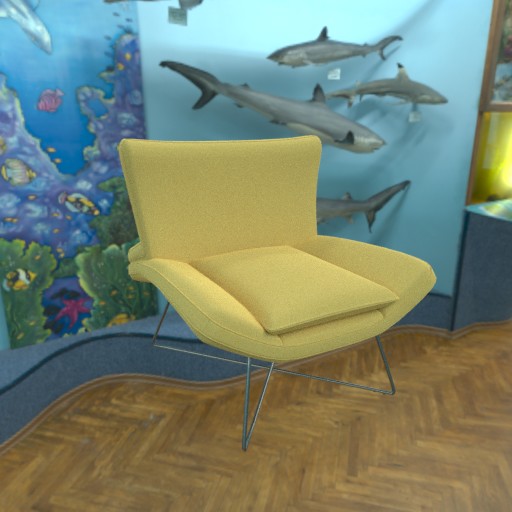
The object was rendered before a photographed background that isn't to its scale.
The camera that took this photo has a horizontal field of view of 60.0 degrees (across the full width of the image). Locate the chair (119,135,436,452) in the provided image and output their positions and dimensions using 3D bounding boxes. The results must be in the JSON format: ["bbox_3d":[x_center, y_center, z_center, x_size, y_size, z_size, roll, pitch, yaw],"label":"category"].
[{"bbox_3d":[0.000,0.000,1.672,0.859,0.855,1.008,-9,19,-27],"label":"chair"}]
